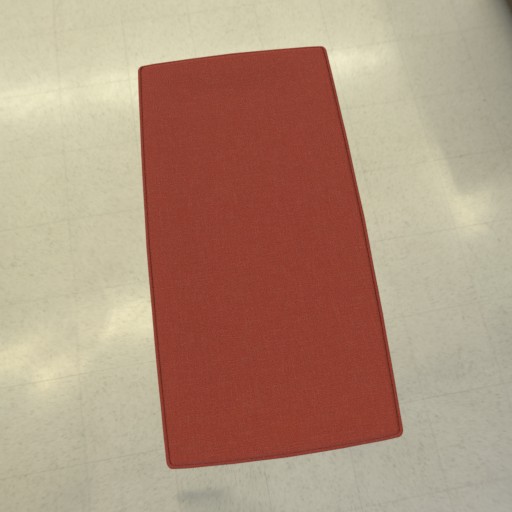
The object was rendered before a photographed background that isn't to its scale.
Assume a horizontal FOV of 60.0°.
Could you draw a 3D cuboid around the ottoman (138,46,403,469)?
[{"bbox_3d":[0.000,0.000,1.198,0.497,0.454,0.948,-7,75,-2],"label":"ottoman"}]
